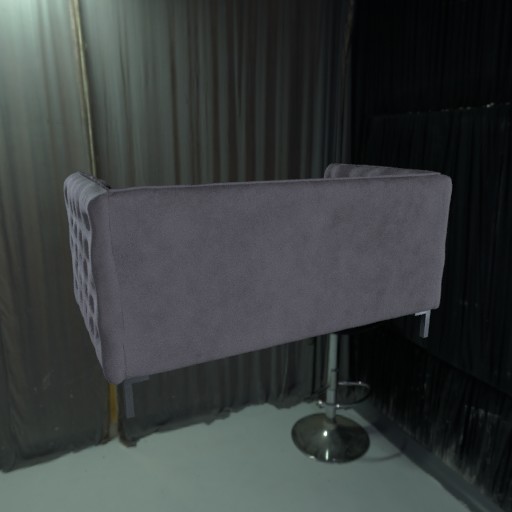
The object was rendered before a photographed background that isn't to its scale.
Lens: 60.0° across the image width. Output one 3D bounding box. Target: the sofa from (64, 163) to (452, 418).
[{"bbox_3d":[0.000,0.000,2.116,1.583,0.810,0.909,-7,16,-26],"label":"sofa"}]
